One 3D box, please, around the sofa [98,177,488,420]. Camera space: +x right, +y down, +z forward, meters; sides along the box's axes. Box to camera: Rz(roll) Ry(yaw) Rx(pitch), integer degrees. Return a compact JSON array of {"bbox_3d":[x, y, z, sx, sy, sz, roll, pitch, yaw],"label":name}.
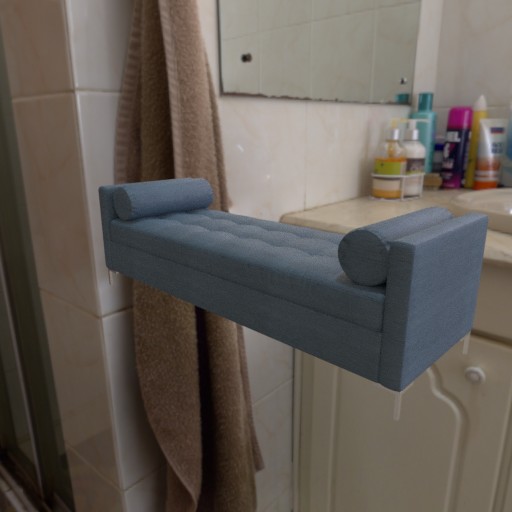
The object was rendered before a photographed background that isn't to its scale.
[{"bbox_3d":[0.000,0.000,2.302,1.981,0.635,0.686,15,22,42],"label":"sofa"}]
